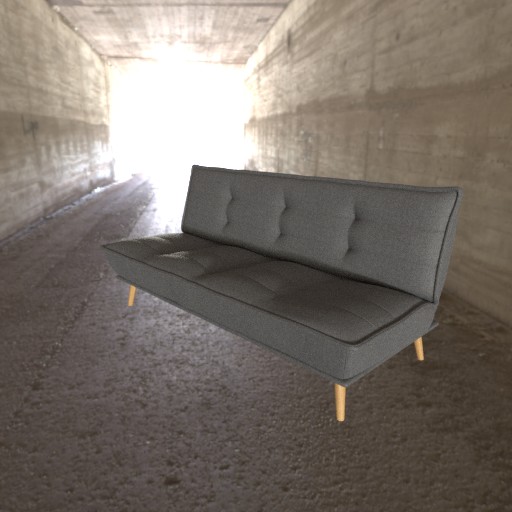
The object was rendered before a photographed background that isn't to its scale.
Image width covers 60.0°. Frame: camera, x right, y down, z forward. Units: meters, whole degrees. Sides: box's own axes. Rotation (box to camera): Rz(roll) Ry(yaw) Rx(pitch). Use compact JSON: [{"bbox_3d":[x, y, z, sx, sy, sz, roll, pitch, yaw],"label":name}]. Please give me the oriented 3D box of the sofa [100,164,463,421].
[{"bbox_3d":[0.000,0.000,2.485,0.950,0.890,1.940,-15,22,-42],"label":"sofa"}]
